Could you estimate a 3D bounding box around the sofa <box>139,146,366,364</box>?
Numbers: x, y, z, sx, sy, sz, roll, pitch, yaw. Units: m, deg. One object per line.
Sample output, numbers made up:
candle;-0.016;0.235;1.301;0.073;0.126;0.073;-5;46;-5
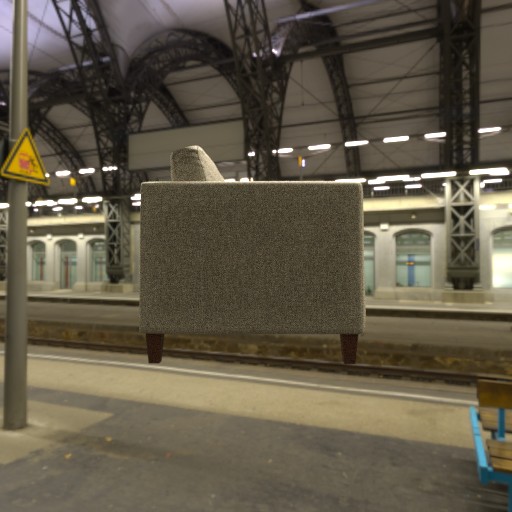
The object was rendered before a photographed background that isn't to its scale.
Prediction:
sofa;0.000;0.000;2.993;0.948;0.951;2.434;0;-1;1
